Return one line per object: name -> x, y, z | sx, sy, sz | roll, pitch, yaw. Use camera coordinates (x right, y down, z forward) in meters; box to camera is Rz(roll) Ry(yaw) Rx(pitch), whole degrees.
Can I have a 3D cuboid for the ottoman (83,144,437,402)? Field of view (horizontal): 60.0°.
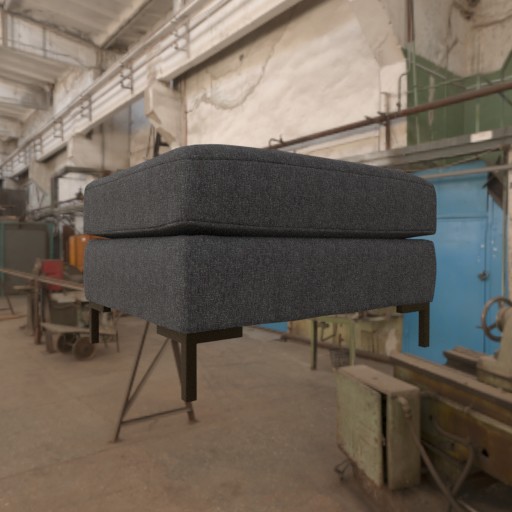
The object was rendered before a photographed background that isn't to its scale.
ottoman -> 0.000, 0.000, 1.326 | 0.831, 0.533, 0.695 | -1, 2, -36
